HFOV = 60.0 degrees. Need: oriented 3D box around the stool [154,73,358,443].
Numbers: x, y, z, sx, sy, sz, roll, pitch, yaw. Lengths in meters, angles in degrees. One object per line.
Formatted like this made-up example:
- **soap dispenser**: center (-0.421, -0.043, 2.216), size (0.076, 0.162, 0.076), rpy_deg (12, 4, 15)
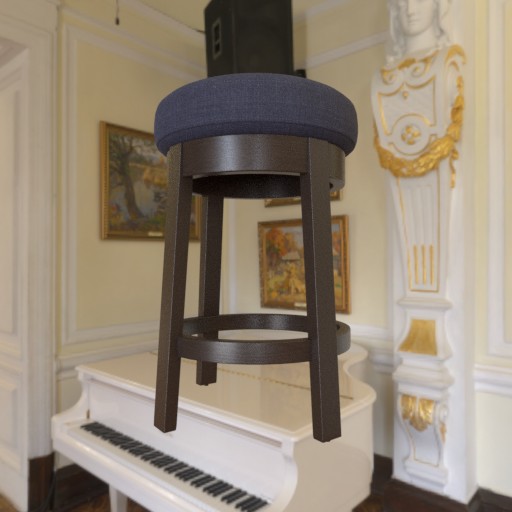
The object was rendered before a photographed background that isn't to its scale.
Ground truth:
- **stool**: center (0.000, 0.000, 0.956), size (0.449, 0.655, 0.449), rpy_deg (0, 0, 0)
